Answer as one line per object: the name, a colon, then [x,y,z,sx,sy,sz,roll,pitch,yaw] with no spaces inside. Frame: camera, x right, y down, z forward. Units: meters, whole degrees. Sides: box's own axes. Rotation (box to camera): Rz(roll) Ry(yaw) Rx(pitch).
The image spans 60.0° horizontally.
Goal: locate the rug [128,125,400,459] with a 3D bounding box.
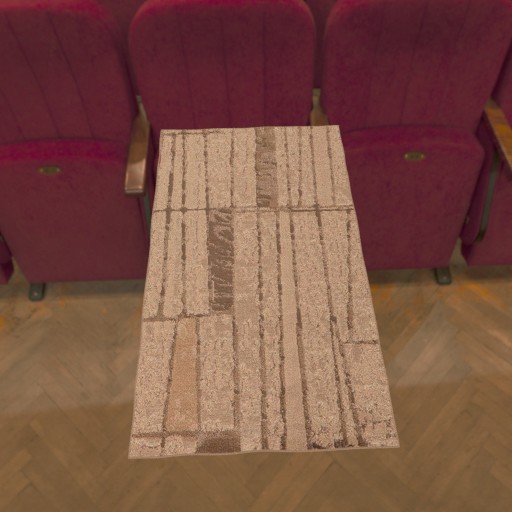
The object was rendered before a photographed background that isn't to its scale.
rug: [0.000,0.000,1.056,0.515,0.007,0.867,-2,59,-1]
